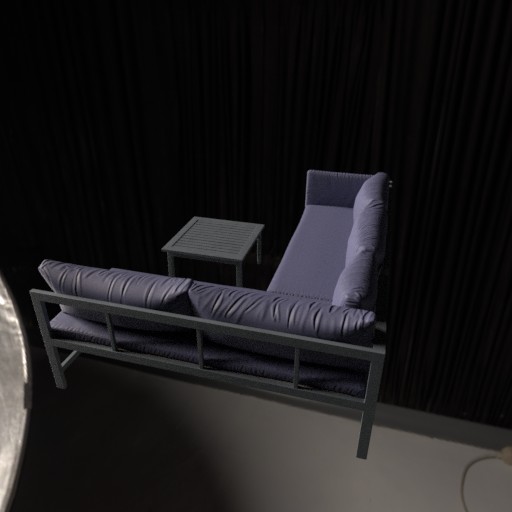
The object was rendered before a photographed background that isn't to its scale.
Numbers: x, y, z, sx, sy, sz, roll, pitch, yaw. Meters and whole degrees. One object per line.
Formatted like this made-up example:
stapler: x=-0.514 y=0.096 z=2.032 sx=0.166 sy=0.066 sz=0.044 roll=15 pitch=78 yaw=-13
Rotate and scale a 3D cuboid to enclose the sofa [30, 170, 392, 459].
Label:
sofa: x=0.000 y=0.000 z=2.955 sx=1.658 sy=0.762 sz=2.149 roll=8 pitch=29 yaw=14
